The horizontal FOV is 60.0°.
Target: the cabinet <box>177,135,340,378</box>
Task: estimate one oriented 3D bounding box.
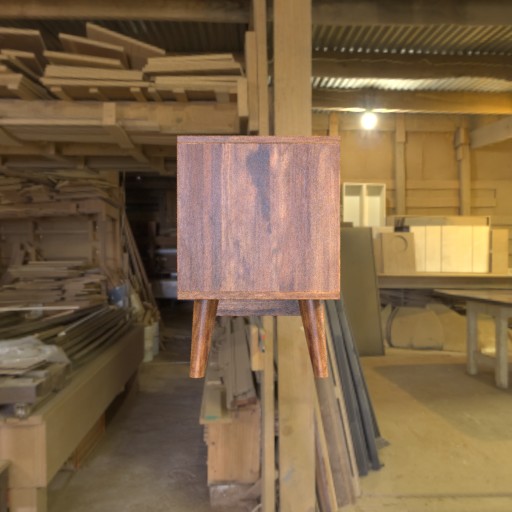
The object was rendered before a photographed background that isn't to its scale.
[{"bbox_3d":[0.000,0.000,1.672,0.349,0.528,1.448,0,1,0],"label":"cabinet"}]
